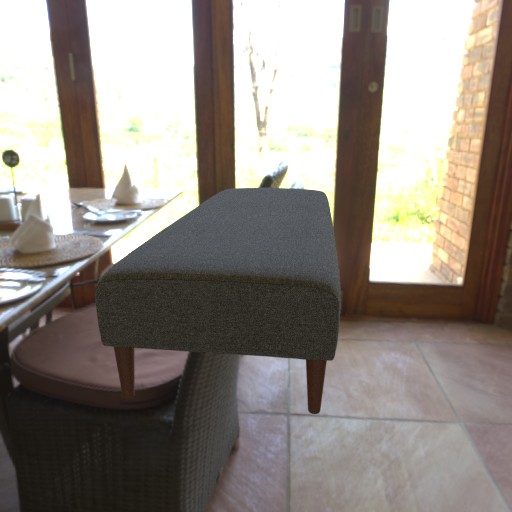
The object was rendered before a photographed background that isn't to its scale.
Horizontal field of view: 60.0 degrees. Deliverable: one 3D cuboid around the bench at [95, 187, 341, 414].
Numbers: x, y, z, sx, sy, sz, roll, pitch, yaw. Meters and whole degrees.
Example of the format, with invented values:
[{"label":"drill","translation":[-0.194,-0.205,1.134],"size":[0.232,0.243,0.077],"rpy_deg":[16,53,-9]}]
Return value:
[{"label":"bench","translation":[0.000,0.000,1.846],"size":[0.631,0.384,1.598],"rpy_deg":[2,16,7]}]
